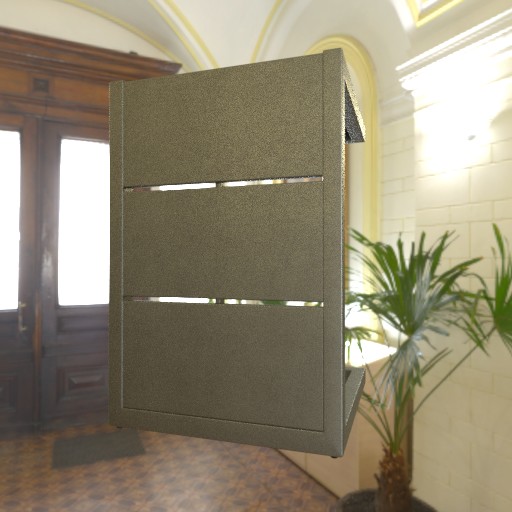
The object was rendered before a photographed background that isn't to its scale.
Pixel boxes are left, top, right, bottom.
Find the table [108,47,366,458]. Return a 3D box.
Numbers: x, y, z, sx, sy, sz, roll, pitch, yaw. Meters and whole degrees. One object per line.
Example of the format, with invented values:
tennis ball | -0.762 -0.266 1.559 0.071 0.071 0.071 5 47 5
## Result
table | 0.000 0.000 0.911 0.405 0.609 0.420 0 -1 18
